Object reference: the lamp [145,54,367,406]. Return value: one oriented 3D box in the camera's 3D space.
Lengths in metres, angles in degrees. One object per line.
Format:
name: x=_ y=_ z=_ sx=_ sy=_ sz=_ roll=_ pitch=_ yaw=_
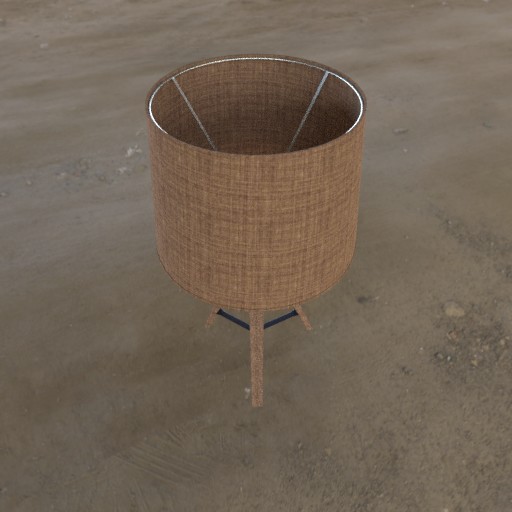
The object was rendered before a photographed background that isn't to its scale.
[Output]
lamp: x=0.000 y=0.000 z=0.685 sx=0.290 sy=0.514 sz=0.290 roll=0 pitch=45 yaw=0
